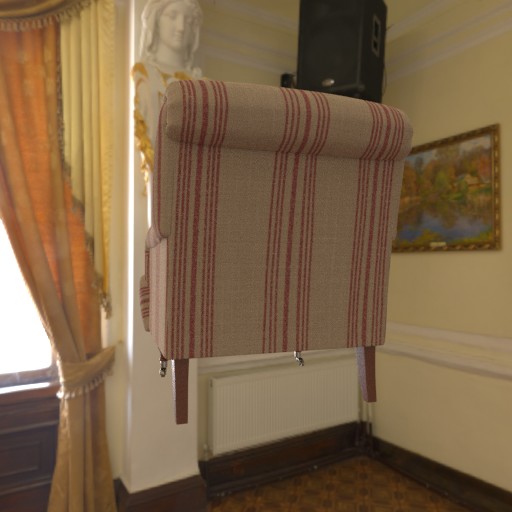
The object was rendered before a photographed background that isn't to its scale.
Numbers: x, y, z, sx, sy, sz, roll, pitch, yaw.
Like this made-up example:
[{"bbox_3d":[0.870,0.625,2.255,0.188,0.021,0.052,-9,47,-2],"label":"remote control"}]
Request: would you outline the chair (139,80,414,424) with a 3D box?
[{"bbox_3d":[0.000,0.000,1.900,0.933,1.123,1.058,0,-1,-18],"label":"chair"}]
